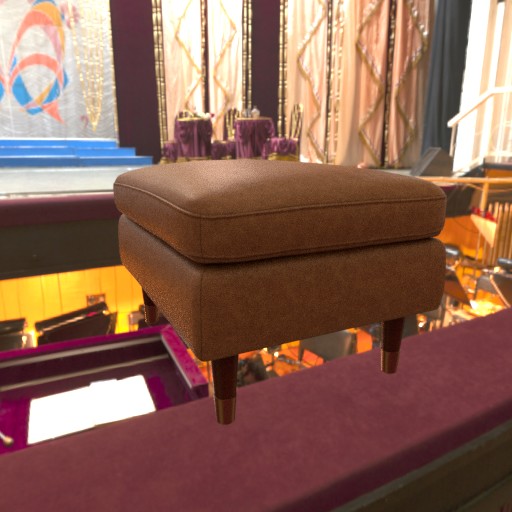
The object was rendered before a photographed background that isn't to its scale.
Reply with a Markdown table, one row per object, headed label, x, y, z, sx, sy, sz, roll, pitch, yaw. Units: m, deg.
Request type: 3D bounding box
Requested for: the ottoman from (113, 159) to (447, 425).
| label | x | y | z | sx | sy | sz | roll | pitch | yaw |
| --- | --- | --- | --- | --- | --- | --- | --- | --- | --- |
| ottoman | 0.000 | 0.000 | 1.131 | 0.593 | 0.478 | 0.747 | -7 | 16 | -26 |
